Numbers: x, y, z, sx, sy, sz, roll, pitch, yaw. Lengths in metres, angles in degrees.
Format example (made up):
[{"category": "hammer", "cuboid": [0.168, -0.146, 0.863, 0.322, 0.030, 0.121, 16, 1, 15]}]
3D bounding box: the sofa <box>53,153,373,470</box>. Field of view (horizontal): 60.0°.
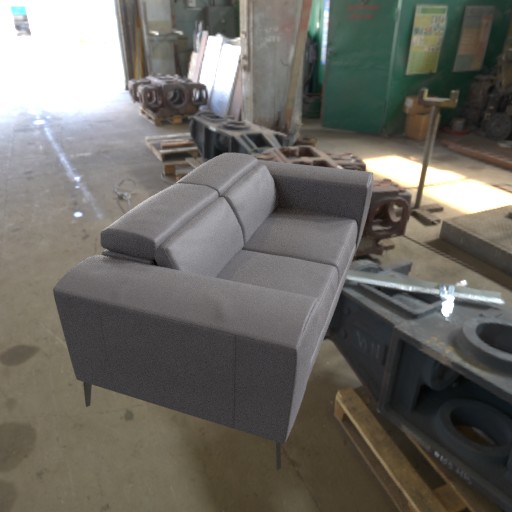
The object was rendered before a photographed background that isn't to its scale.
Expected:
[{"category": "sofa", "cuboid": [0.000, 0.000, 2.423, 1.003, 0.779, 1.895, 10, 30, 18]}]
